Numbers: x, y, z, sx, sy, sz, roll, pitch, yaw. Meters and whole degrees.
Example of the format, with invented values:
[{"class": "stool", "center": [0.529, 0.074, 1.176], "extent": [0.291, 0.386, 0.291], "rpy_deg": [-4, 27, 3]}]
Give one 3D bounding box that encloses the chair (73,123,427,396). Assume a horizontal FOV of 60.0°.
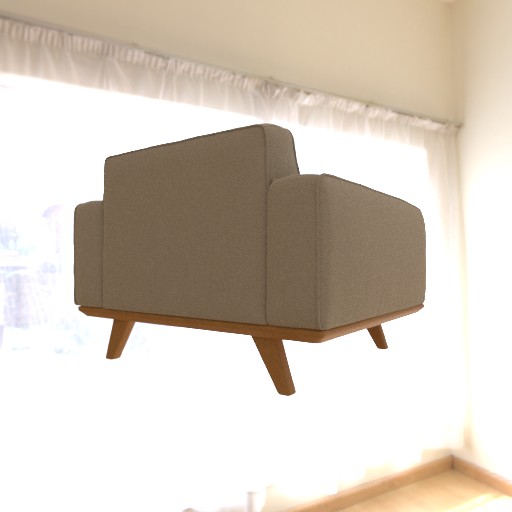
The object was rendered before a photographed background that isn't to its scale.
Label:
[{"class": "chair", "center": [0.000, 0.000, 1.777], "extent": [1.115, 0.779, 0.953], "rpy_deg": [0, -1, 35]}]
